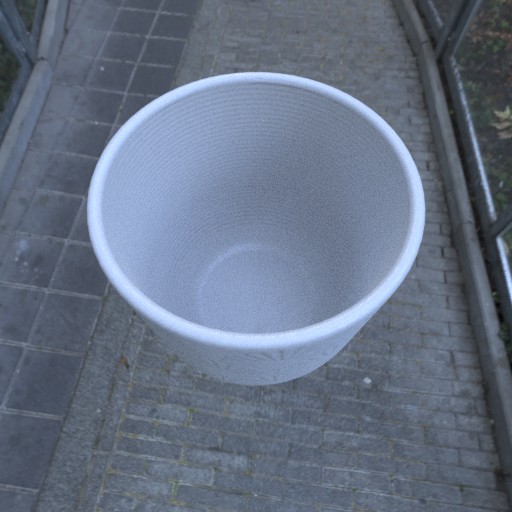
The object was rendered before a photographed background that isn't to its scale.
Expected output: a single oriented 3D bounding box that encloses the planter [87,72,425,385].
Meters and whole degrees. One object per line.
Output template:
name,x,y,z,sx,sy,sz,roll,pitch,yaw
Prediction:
planter,0.000,0.000,0.290,0.170,0.152,0.170,0,62,0
